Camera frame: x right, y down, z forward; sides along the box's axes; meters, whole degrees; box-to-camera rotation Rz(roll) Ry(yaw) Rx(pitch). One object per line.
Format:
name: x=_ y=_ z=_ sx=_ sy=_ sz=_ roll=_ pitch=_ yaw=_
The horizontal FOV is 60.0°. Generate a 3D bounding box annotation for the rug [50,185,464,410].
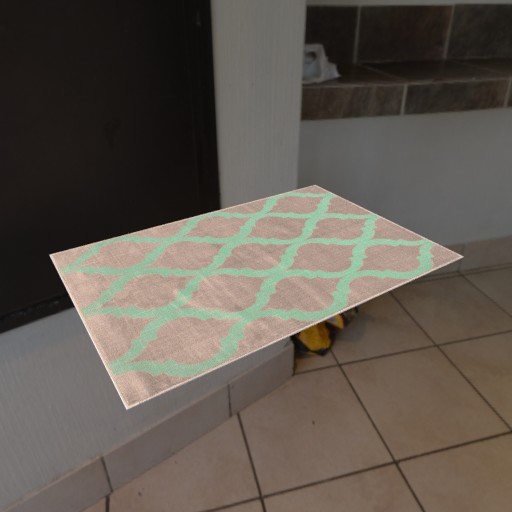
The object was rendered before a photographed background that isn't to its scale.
rug: x=0.000 y=0.000 z=2.941 sx=2.286 sy=0.006 sz=1.524 roll=-18 pitch=35 yaw=-28
